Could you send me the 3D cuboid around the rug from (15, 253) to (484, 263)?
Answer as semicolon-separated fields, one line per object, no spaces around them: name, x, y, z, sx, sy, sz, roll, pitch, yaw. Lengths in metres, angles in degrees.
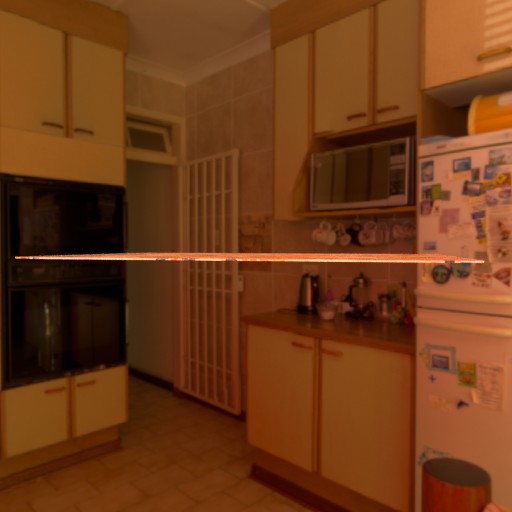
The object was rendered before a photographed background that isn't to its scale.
rug;0.000;0.000;2.927;2.428;0.010;1.533;0;1;15
